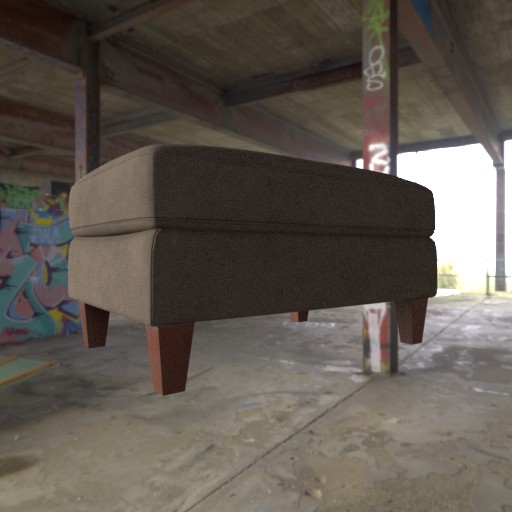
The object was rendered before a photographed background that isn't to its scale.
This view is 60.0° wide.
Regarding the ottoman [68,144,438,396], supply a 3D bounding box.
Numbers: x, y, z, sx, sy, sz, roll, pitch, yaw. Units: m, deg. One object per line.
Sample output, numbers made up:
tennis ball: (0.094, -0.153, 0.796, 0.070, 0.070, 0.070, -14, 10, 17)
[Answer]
ottoman: (0.000, 0.000, 1.207, 0.864, 0.483, 0.584, 0, 1, -36)
